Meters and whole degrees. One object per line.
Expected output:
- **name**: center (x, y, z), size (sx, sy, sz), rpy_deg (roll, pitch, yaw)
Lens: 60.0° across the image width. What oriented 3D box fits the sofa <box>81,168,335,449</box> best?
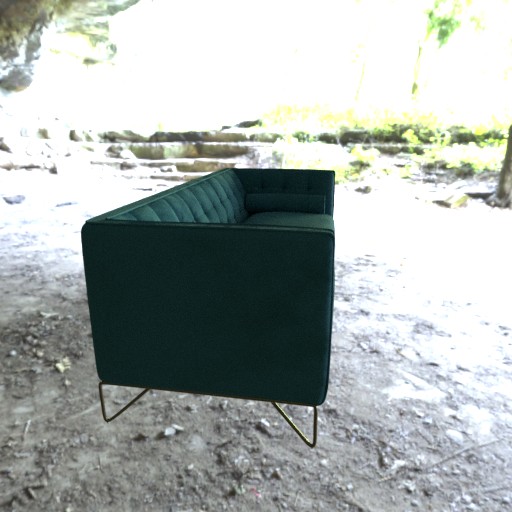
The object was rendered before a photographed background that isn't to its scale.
- **sofa**: center (0.000, 0.000, 2.476), size (0.867, 0.789, 2.087), rpy_deg (3, 17, 9)
